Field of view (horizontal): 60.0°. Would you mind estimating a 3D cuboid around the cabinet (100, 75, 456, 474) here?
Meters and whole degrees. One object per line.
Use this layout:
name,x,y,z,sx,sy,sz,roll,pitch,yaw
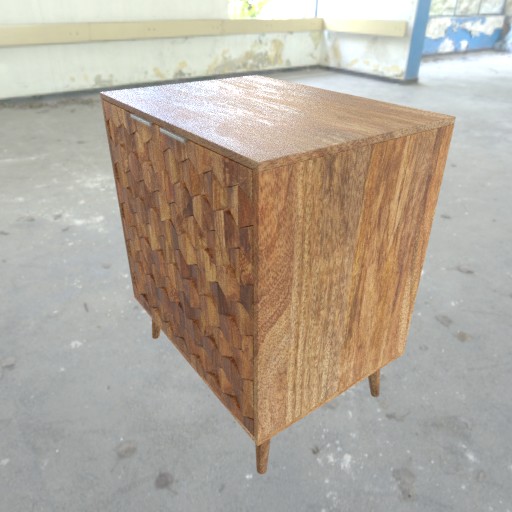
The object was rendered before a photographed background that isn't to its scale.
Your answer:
cabinet,0.000,0.000,1.141,0.473,0.758,0.647,-20,36,-30
